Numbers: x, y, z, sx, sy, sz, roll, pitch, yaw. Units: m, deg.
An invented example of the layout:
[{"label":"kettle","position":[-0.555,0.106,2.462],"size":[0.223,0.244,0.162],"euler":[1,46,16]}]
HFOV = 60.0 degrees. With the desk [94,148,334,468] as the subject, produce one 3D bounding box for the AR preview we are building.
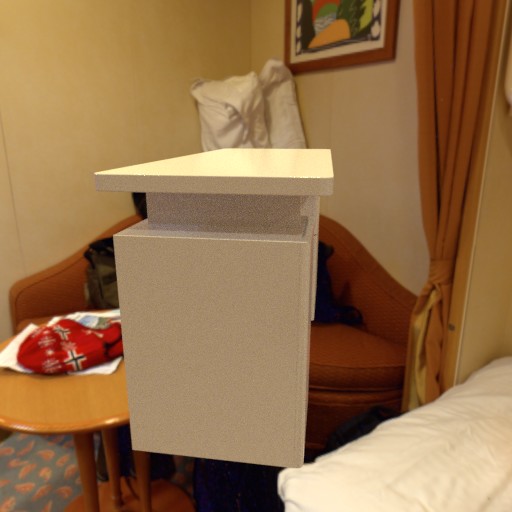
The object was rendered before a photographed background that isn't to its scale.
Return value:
[{"label":"desk","position":[0.000,0.000,1.739],"size":[0.550,0.762,1.400],"euler":[2,16,9]}]
